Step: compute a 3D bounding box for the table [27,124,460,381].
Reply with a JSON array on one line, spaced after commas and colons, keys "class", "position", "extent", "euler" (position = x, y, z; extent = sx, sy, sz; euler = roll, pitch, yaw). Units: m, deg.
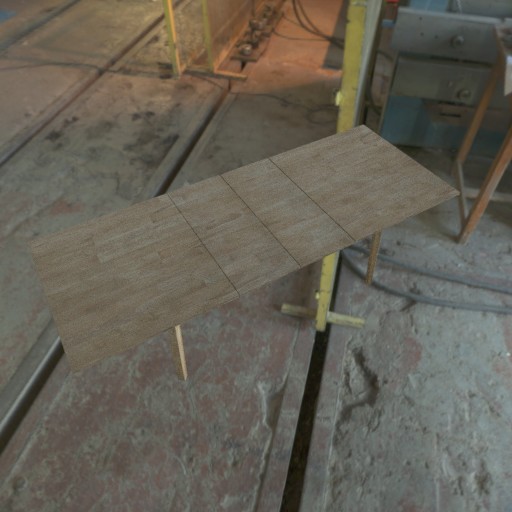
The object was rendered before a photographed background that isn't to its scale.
[{"class": "table", "position": [0.000, 0.000, 3.098], "extent": [2.603, 0.752, 1.000], "euler": [-24, 51, -20]}]
